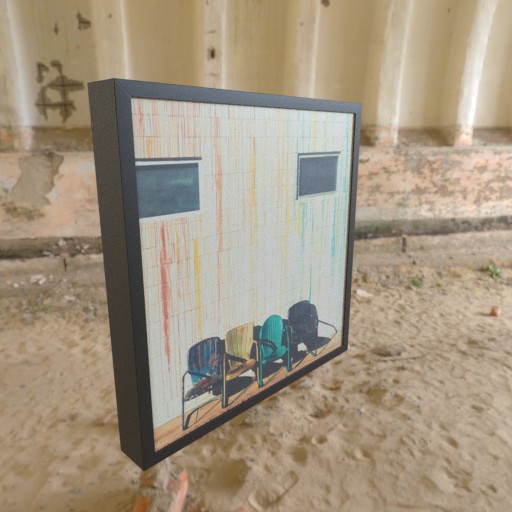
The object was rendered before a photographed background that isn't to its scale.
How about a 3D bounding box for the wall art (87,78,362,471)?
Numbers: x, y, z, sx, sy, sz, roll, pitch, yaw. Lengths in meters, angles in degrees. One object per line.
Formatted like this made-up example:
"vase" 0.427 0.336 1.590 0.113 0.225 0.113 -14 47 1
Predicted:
"wall art" 0.000 0.000 0.444 0.038 0.304 0.304 14 20 42
